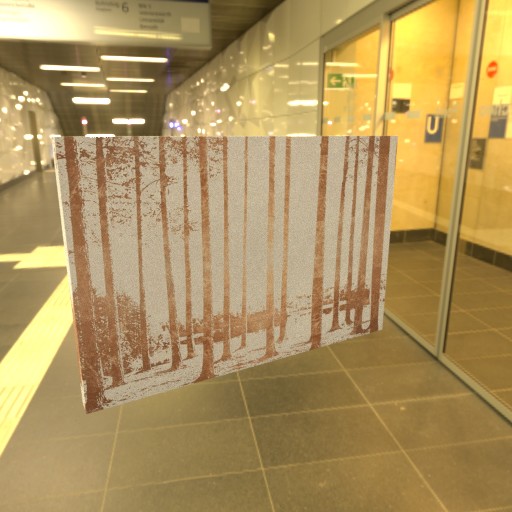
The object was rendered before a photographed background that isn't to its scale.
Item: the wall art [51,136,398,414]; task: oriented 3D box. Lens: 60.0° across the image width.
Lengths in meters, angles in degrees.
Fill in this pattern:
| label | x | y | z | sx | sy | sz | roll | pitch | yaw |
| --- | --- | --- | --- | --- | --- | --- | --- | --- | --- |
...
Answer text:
| label | x | y | z | sx | sy | sz | roll | pitch | yaw |
| --- | --- | --- | --- | --- | --- | --- | --- | --- | --- |
| wall art | 0.000 | 0.000 | 0.776 | 0.609 | 0.405 | 0.035 | -9 | 18 | -28 |
